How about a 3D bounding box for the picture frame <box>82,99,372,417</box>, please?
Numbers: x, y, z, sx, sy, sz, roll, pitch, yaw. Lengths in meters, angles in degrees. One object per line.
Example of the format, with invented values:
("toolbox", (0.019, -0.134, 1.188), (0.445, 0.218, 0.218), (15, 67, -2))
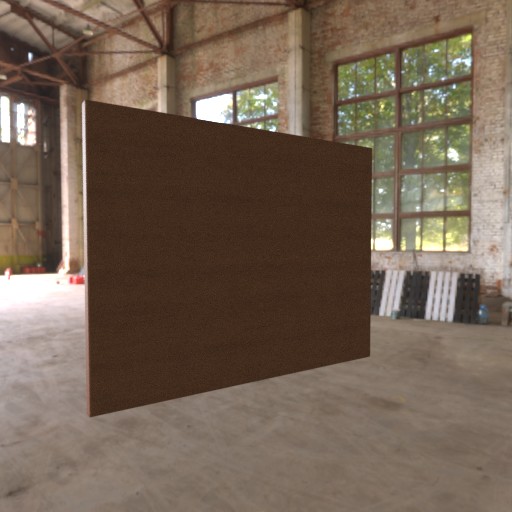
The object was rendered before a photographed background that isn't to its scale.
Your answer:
("picture frame", (0.000, 0.000, 1.805), (1.329, 1.018, 0.045), (-1, 3, -34))
